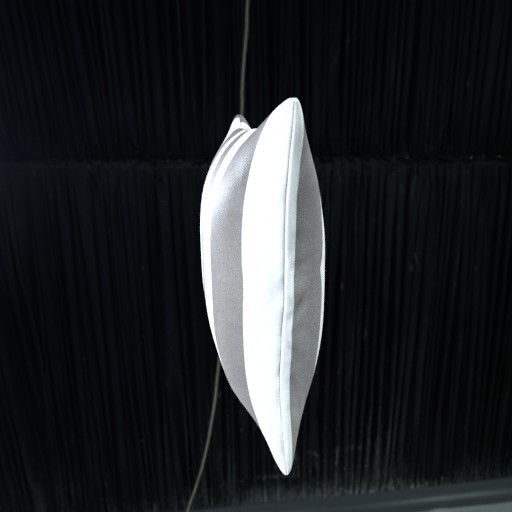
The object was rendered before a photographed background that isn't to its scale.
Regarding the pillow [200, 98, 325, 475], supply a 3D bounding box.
[{"bbox_3d":[0.000,0.000,0.800,0.192,0.507,0.522,-2,16,-9],"label":"pillow"}]
